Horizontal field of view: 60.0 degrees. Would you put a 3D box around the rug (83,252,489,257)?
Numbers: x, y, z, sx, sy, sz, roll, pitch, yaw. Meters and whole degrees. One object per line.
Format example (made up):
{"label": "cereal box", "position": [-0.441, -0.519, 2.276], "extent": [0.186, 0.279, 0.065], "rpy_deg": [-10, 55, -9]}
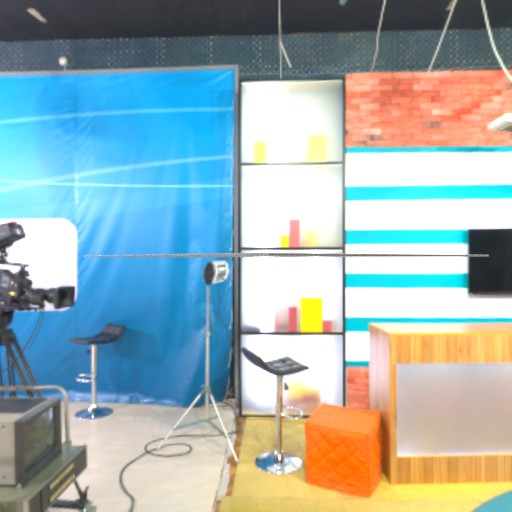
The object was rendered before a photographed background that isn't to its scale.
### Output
{"label": "rug", "position": [0.000, 0.000, 2.873], "extent": [1.555, 0.011, 2.232], "rpy_deg": [0, 0, -37]}
